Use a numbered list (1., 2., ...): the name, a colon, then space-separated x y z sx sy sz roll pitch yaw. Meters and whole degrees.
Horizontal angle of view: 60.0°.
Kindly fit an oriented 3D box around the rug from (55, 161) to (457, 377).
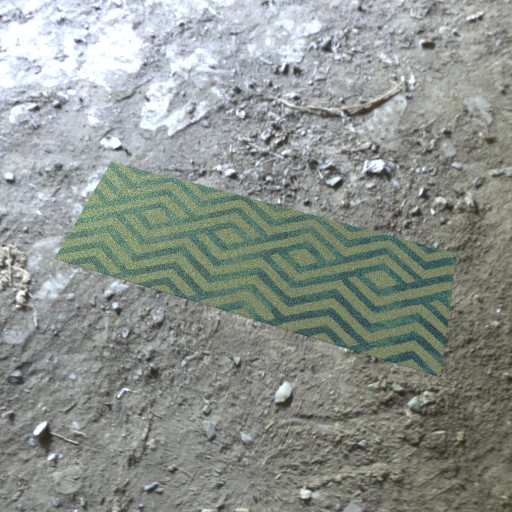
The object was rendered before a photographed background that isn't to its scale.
1. rug: 0.000 0.000 1.731 1.492 0.007 0.503 16 64 8
